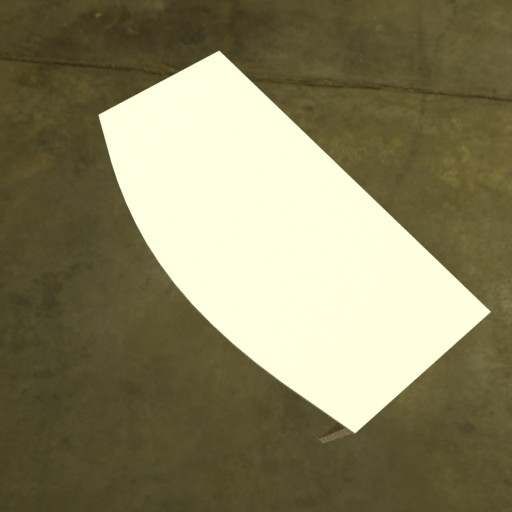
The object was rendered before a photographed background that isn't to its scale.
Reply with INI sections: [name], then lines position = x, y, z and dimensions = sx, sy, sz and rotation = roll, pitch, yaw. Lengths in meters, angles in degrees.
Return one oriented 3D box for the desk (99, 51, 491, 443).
[desk]
position = 0.000, 0.000, 2.026
dimensions = 0.802, 0.750, 1.600
rotation = -35, 70, -15
